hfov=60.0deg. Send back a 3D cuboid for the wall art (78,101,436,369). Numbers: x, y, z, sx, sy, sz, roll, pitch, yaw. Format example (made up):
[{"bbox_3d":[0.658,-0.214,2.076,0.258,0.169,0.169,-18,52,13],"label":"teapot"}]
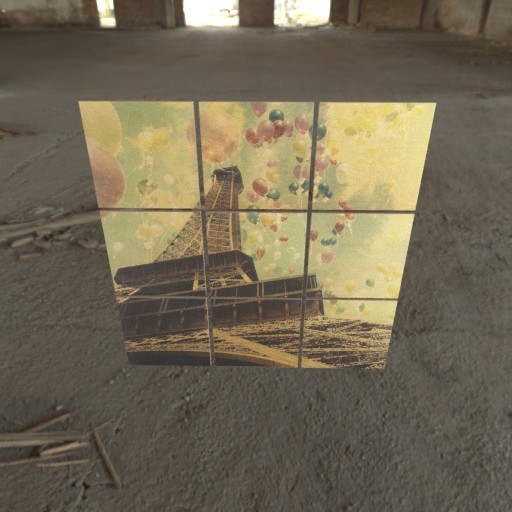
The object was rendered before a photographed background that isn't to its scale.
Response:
[{"bbox_3d":[0.000,0.000,1.820,1.219,1.218,0.013,1,30,1],"label":"wall art"}]
